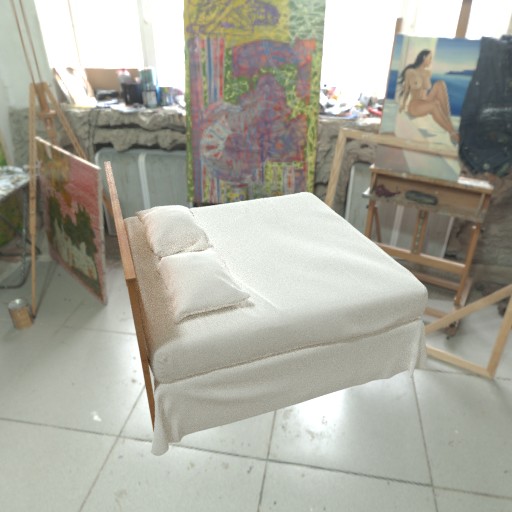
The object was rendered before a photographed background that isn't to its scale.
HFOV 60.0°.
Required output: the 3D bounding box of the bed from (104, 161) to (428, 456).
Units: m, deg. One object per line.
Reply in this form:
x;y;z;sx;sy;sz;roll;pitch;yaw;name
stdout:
0.000;0.000;3.741;2.215;1.270;2.317;-10;32;-17;bed
